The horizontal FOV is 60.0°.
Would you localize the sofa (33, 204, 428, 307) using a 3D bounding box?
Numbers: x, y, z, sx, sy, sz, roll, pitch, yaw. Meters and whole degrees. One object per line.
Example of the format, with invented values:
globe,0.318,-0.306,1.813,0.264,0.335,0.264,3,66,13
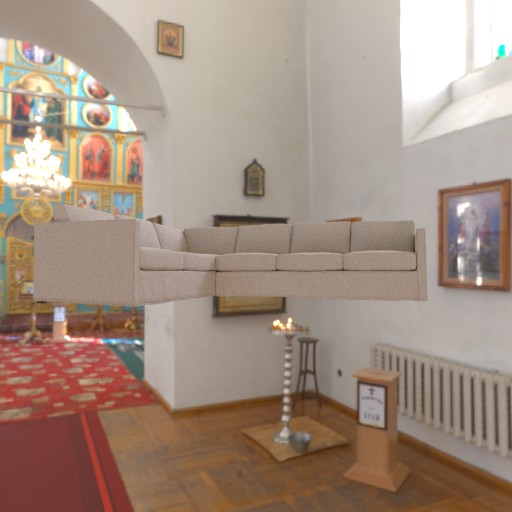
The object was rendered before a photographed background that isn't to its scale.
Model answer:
sofa,0.000,0.000,4.385,3.182,0.871,2.432,-1,-3,19
